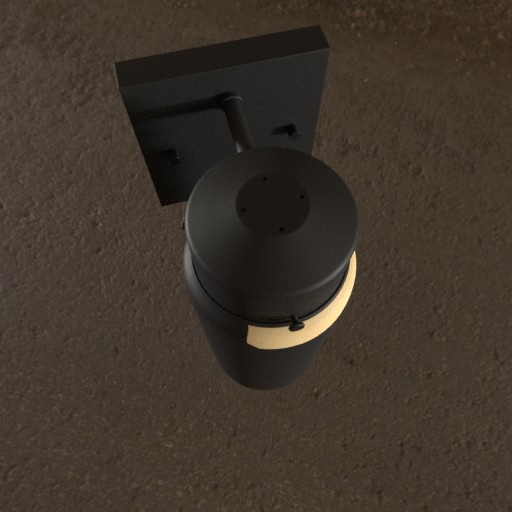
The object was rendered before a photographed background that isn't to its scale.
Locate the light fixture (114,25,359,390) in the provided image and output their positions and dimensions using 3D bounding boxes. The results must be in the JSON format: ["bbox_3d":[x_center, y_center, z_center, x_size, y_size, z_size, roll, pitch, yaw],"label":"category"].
[{"bbox_3d":[0.000,0.000,0.351,0.130,0.257,0.176,-14,65,-6],"label":"light fixture"}]
